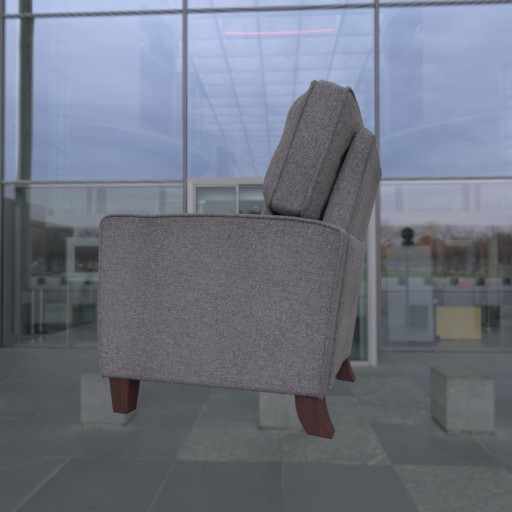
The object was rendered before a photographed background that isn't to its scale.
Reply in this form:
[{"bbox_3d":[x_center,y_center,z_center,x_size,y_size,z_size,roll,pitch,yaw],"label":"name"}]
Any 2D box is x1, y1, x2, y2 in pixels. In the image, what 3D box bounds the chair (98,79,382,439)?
[{"bbox_3d":[0.000,0.000,1.432,0.775,0.889,0.650,0,-1,18],"label":"chair"}]
